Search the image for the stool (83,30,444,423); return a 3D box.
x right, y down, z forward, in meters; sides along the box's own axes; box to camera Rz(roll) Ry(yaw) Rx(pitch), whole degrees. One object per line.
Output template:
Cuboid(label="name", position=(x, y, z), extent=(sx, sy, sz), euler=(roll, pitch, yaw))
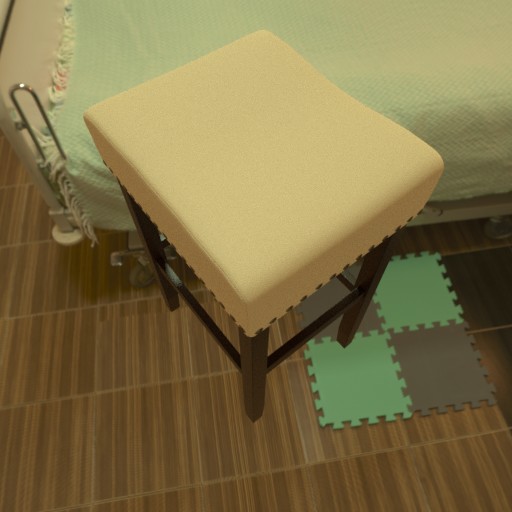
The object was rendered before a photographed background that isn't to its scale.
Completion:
Cuboid(label="stool", position=(0.000, 0.000, 1.029), extent=(0.401, 0.762, 0.471), euler=(-34, 64, -19))
